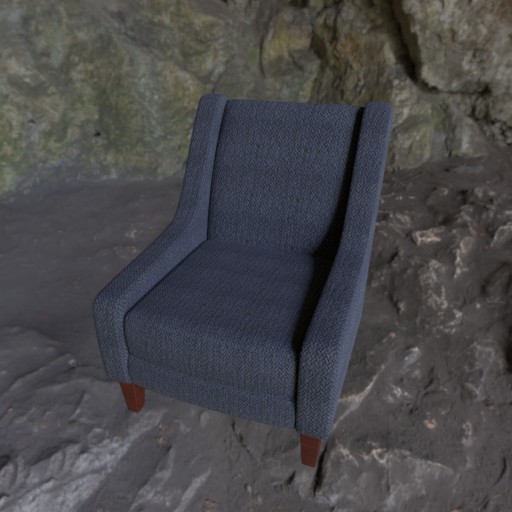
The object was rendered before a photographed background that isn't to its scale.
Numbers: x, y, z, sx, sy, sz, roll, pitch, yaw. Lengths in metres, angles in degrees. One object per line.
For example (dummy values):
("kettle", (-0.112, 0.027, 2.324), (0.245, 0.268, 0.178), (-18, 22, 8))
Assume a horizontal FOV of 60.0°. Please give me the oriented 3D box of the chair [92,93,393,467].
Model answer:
("chair", (0.000, 0.000, 1.648), (0.793, 1.012, 0.944), (10, 29, 18))
